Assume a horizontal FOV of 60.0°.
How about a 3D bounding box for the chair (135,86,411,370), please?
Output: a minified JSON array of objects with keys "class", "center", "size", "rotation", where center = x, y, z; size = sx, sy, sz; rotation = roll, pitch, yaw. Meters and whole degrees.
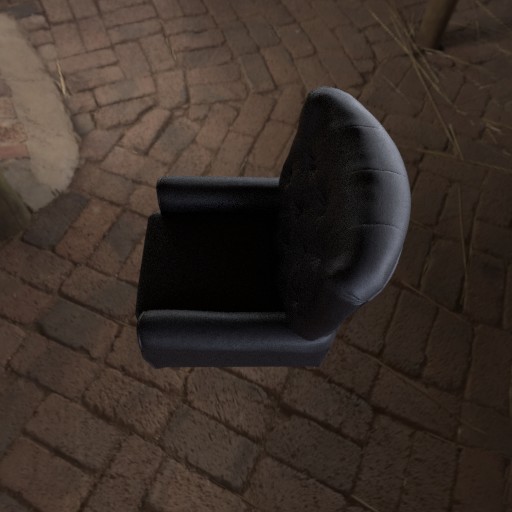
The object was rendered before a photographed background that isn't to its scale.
[{"class":"chair","center":[0.000,0.000,1.964],"size":[1.058,1.158,0.948],"rotation":[0,59,0]}]
